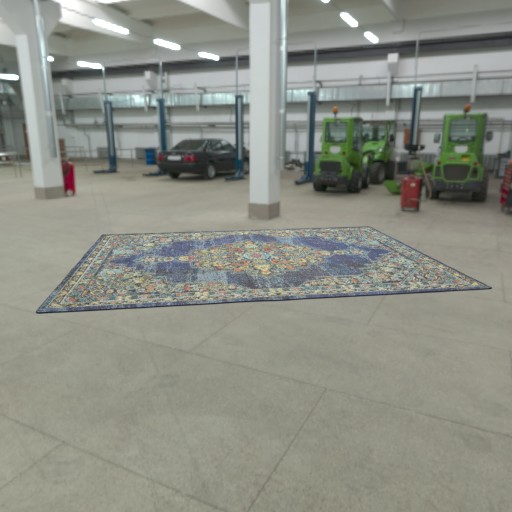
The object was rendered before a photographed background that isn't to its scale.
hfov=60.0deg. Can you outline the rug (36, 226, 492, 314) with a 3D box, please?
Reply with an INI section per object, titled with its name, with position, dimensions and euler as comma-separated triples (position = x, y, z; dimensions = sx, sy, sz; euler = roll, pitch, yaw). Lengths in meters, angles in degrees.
[rug]
position = 0.000, 0.000, 2.894
dimensions = 2.232, 0.009, 1.630
euler = -2, 15, -8
